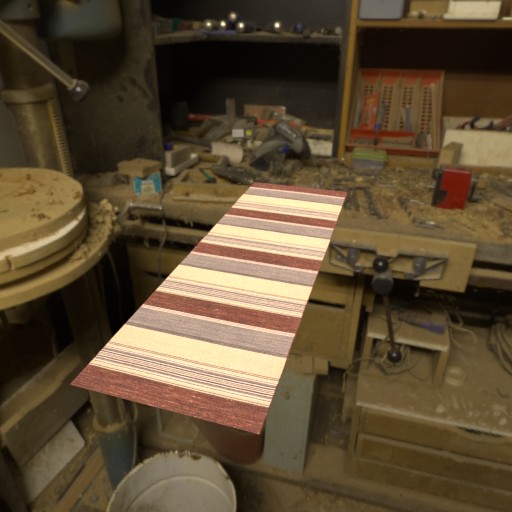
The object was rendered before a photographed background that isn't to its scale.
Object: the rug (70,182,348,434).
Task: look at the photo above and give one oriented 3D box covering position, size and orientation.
[{"bbox_3d":[0.000,0.000,2.678,0.792,0.006,2.437,9,31,15],"label":"rug"}]
